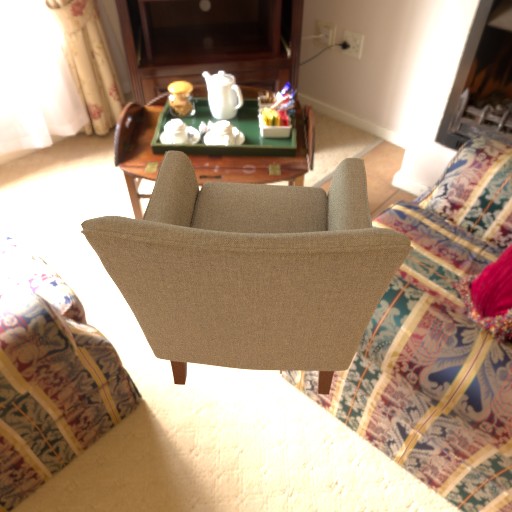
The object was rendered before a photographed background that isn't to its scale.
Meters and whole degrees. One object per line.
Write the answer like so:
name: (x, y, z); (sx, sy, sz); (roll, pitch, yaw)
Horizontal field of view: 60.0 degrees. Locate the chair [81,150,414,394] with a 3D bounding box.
chair: (0.000, 0.000, 1.774); (0.887, 1.047, 0.993); (3, 45, 3)
